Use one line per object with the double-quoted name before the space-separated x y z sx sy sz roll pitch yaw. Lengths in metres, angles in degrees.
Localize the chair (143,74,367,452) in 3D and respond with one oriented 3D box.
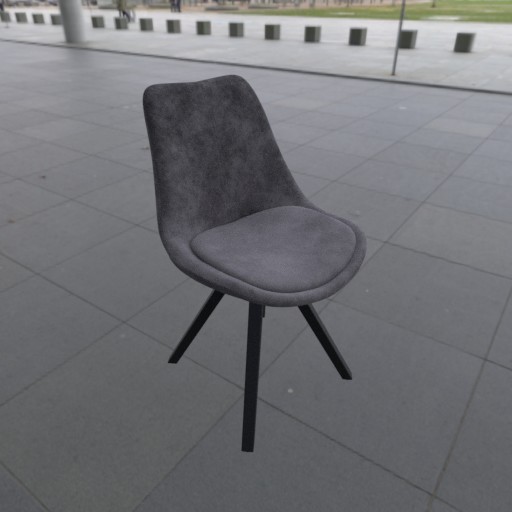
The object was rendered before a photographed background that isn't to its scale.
"chair" 0.000 0.000 1.216 0.485 0.850 0.550 -23 38 -33
